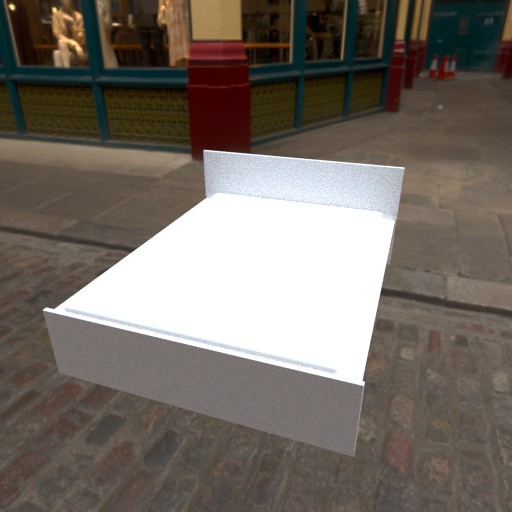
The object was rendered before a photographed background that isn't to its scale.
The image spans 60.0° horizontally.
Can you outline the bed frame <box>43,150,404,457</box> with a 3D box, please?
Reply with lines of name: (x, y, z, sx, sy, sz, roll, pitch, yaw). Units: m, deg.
bed frame: (0.000, 0.000, 2.860, 1.622, 0.800, 1.960, 9, 28, 17)
